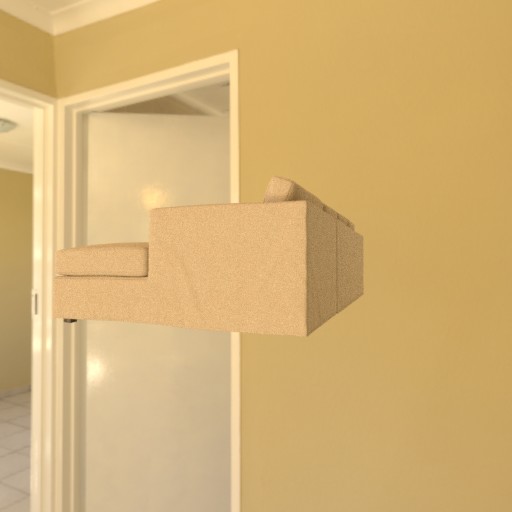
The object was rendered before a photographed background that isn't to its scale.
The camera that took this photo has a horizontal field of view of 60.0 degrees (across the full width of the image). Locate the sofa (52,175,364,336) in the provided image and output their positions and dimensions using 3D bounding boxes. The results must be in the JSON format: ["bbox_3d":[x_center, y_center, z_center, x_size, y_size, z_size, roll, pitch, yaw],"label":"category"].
[{"bbox_3d":[0.000,0.000,3.984,1.622,0.867,3.177,0,-1,19],"label":"sofa"}]
